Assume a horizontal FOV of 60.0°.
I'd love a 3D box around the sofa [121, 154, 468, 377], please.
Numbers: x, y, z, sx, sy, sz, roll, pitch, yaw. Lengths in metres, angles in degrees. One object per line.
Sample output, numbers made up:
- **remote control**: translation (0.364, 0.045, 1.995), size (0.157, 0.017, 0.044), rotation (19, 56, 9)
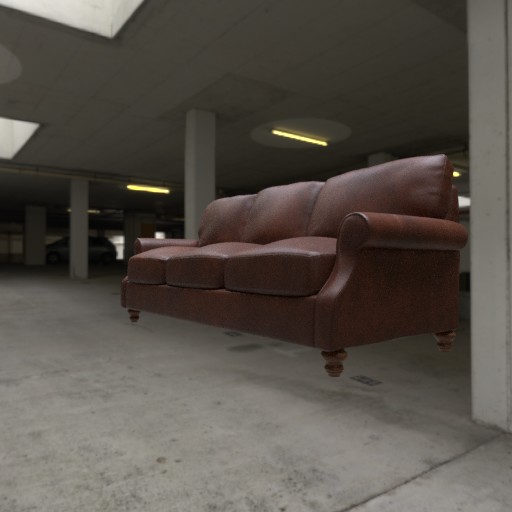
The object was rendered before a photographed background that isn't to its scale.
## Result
- **sofa**: translation (0.000, 0.000, 2.802), size (0.973, 0.977, 2.351), rotation (1, -1, -37)
